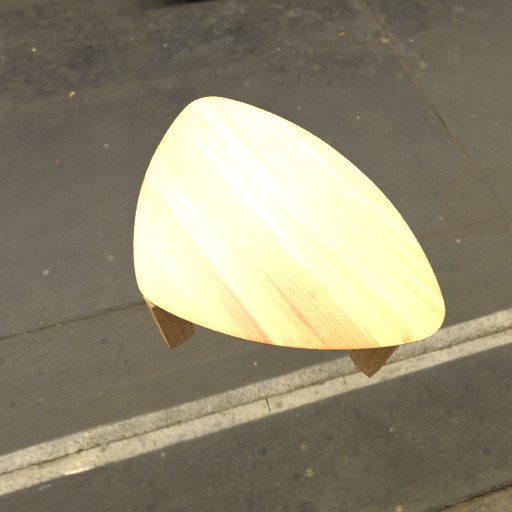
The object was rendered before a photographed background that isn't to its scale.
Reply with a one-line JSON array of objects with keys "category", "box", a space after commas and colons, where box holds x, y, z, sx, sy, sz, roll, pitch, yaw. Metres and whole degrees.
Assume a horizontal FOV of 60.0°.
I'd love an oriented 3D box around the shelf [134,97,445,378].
[{"category": "shelf", "box": [0.000, 0.000, 1.654, 0.863, 0.439, 1.240, -33, 64, -18]}]
